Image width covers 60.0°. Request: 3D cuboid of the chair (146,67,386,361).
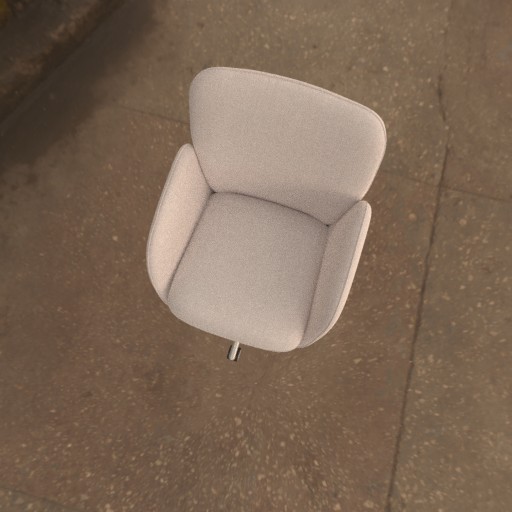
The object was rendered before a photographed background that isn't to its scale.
[{"bbox_3d":[0.000,0.000,1.407,0.648,0.959,0.633,17,75,5],"label":"chair"}]
